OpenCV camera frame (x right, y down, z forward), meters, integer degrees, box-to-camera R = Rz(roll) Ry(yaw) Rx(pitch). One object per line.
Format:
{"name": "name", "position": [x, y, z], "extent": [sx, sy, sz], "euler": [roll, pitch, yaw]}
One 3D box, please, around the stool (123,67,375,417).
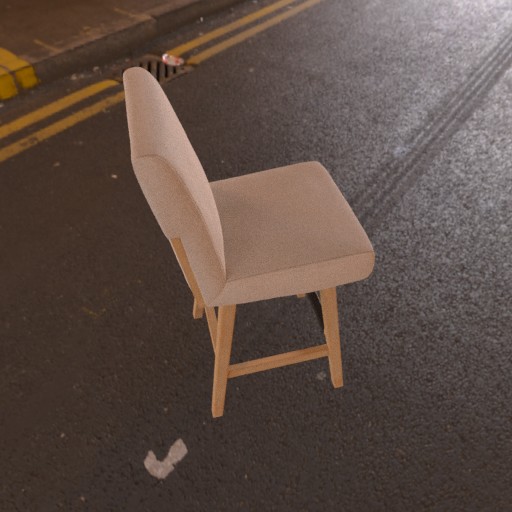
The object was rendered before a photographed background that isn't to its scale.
{"name": "stool", "position": [0.000, 0.000, 1.296], "extent": [0.543, 1.015, 0.446], "euler": [-10, 47, -10]}
